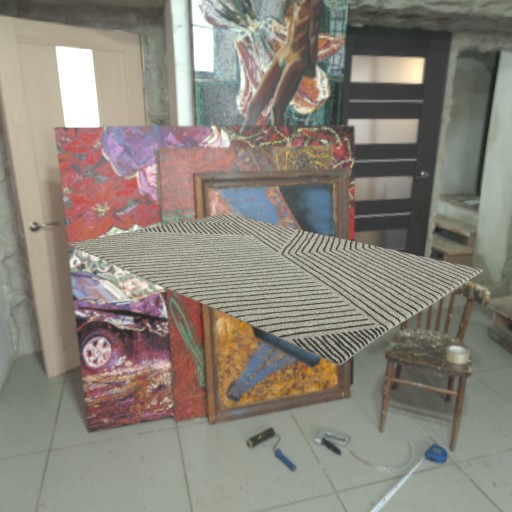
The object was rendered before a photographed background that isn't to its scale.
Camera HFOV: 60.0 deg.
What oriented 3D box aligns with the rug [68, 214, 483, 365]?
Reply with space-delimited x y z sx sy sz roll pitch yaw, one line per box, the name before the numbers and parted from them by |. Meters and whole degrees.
rug | 0.000 0.000 3.001 2.406 0.023 1.539 16 23 42
